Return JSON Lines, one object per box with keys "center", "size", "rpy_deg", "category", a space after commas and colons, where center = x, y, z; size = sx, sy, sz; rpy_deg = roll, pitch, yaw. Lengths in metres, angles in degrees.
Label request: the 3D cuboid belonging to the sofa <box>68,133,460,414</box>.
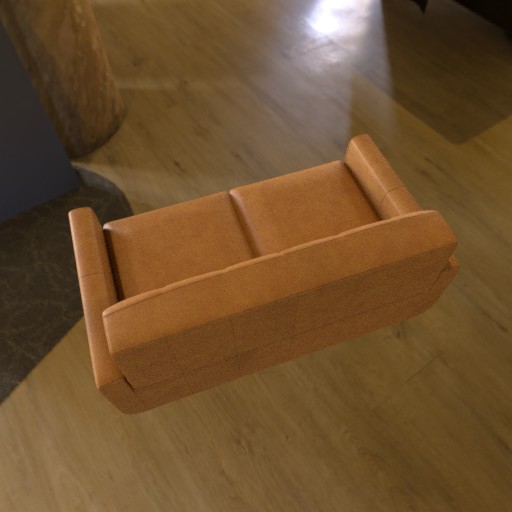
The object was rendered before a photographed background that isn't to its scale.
{"center": [0.000, 0.000, 2.232], "size": [1.651, 0.925, 0.952], "rpy_deg": [-17, 59, -10], "category": "sofa"}
